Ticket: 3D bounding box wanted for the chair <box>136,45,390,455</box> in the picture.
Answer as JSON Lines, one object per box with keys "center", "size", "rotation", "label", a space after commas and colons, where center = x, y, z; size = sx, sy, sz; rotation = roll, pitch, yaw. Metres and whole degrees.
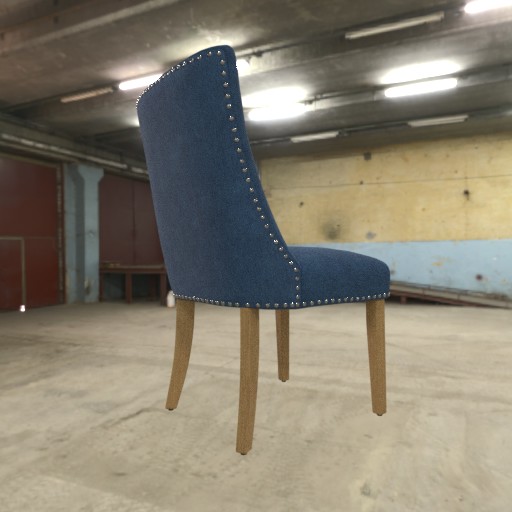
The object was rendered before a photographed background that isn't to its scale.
{"center": [0.000, 0.000, 1.261], "size": [0.610, 0.902, 0.495], "rotation": [0, 0, -36], "label": "chair"}
